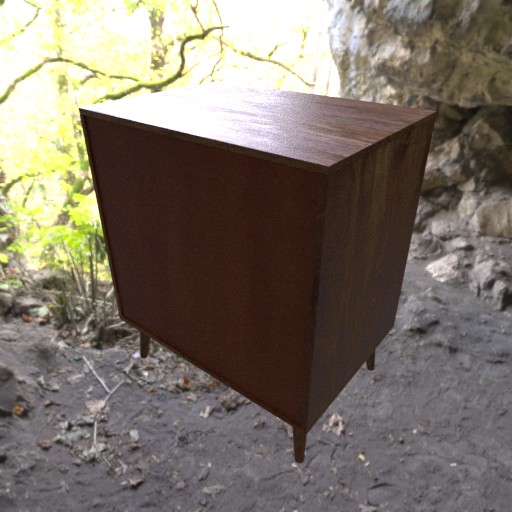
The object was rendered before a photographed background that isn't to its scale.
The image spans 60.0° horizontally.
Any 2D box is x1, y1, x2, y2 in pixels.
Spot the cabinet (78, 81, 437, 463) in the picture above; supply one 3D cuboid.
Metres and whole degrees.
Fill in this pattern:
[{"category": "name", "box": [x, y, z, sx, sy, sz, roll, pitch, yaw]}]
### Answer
[{"category": "cabinet", "box": [0.000, 0.000, 1.176, 0.647, 0.758, 0.473, 22, 37, 32]}]
